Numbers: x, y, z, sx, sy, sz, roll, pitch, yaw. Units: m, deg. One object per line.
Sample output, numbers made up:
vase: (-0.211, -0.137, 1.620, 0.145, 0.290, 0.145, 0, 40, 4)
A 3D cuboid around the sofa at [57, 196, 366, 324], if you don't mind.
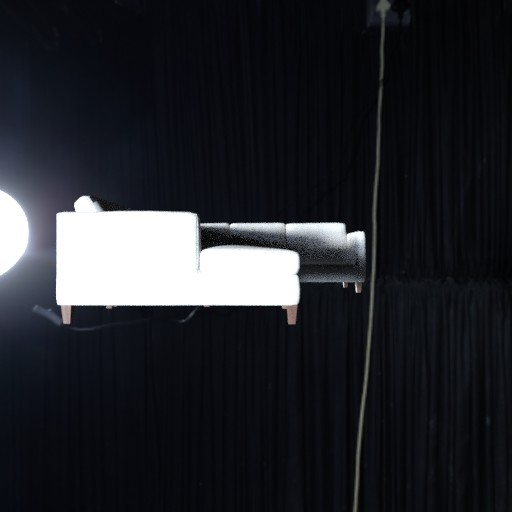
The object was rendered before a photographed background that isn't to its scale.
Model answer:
sofa: (0.000, 0.000, 4.388, 2.551, 0.853, 3.238, 0, 0, 1)
